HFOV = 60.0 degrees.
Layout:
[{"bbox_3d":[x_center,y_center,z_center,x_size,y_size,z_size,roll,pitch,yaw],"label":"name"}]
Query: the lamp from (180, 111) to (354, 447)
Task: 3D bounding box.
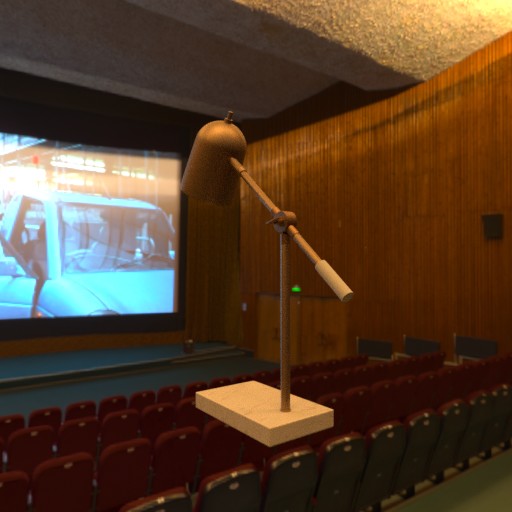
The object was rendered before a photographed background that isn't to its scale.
[{"bbox_3d":[0.000,0.000,0.846,0.144,0.603,0.471,0,-1,-37],"label":"lamp"}]
